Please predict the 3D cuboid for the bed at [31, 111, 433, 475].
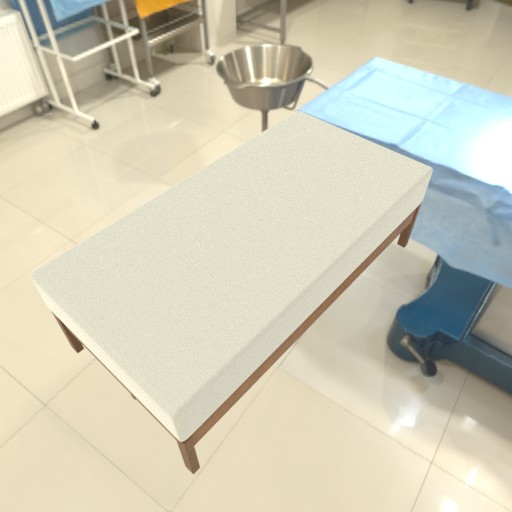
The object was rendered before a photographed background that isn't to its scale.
[{"bbox_3d":[0.000,0.000,2.410,0.961,0.616,1.902,33,55,27],"label":"bed"}]
